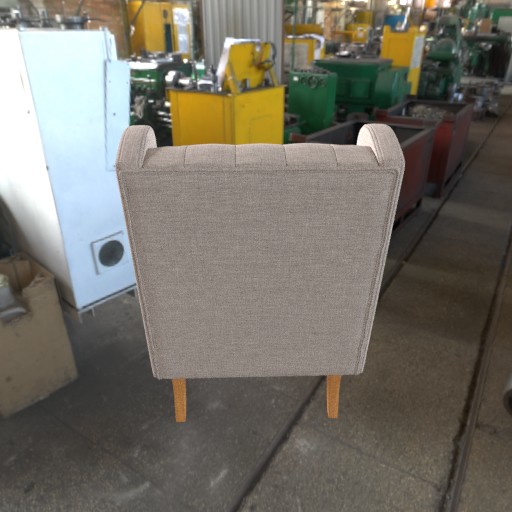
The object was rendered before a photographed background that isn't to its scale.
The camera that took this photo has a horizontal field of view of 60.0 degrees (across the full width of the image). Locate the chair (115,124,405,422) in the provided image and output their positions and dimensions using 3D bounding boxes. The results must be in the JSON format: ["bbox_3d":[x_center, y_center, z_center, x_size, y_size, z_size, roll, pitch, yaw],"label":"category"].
[{"bbox_3d":[0.000,0.000,1.467,0.710,0.930,0.760,-1,28,-2],"label":"chair"}]
